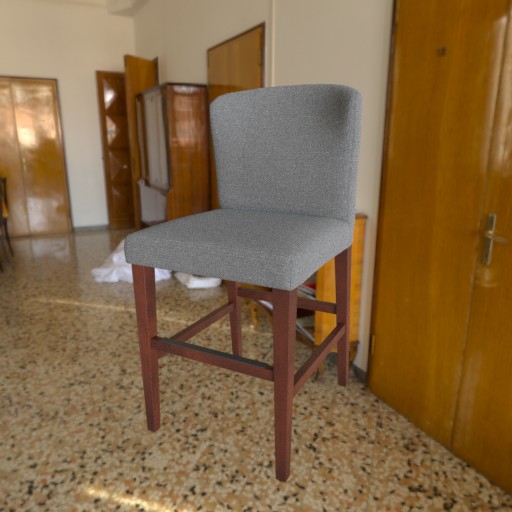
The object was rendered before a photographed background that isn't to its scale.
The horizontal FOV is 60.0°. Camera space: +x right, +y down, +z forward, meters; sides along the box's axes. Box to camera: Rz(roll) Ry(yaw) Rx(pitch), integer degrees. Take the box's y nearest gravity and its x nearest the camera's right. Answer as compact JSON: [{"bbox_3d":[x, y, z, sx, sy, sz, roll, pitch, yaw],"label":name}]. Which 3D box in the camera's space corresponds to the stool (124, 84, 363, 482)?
[{"bbox_3d":[0.000,0.000,1.269,0.479,0.968,0.568,8,17,27],"label":"stool"}]
